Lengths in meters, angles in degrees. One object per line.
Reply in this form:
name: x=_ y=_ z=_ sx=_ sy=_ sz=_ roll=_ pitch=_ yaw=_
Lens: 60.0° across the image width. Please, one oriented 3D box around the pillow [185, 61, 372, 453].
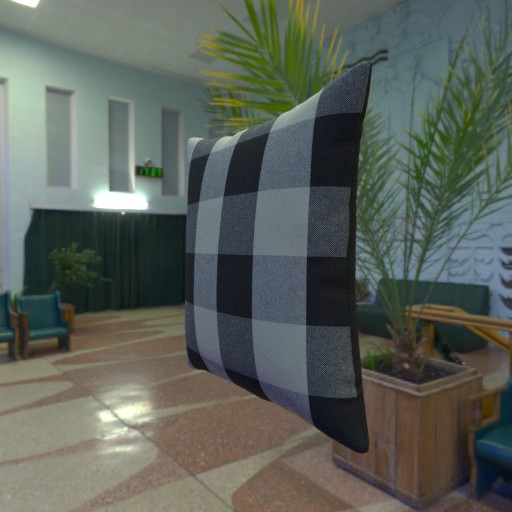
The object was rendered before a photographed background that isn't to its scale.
pillow: x=0.000 y=0.000 z=0.779 sx=0.161 sy=0.509 sz=0.511 roll=-1 pitch=2 yaw=-35
